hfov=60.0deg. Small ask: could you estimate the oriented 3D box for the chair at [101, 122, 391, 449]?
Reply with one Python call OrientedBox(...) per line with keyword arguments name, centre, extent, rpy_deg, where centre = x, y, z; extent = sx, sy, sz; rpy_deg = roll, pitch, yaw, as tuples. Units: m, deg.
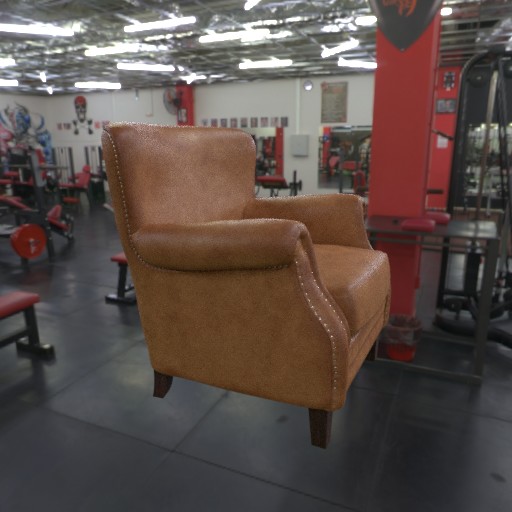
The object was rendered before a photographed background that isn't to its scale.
OrientedBox(name="chair", centre=(0.000, 0.000, 1.626), extent=(0.921, 0.936, 0.861), rpy_deg=(7, 16, 26))
